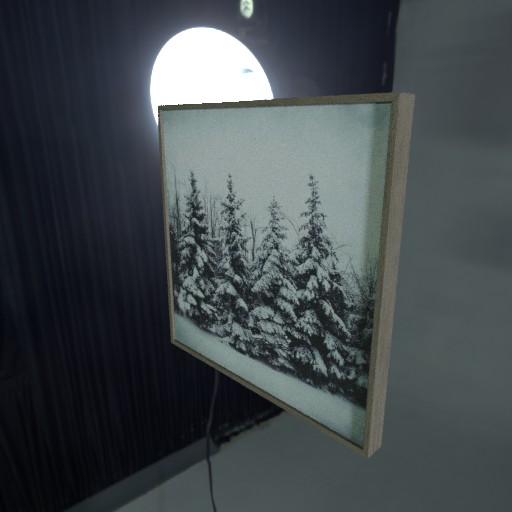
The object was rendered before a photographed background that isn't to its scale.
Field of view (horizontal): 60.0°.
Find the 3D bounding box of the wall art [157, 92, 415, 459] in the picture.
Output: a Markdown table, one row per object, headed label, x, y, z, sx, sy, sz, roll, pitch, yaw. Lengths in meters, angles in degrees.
| label | x | y | z | sx | sy | sz | roll | pitch | yaw |
| --- | --- | --- | --- | --- | --- | --- | --- | --- | --- |
| wall art | 0.000 | 0.000 | 0.765 | 0.037 | 0.507 | 0.507 | -16 | 23 | -42 |
